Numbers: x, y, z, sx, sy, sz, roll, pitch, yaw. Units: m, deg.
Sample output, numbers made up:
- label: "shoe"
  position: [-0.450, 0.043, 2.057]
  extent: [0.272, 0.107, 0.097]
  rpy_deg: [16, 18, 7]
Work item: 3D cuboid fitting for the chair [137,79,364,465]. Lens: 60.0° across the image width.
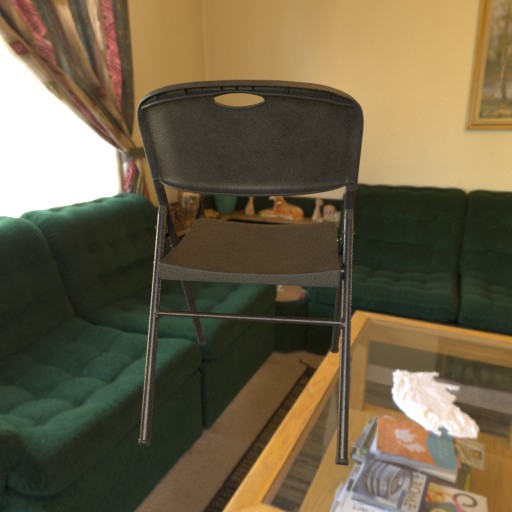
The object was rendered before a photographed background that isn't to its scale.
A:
- label: "chair"
  position: [0.000, 0.000, 1.166]
  extent: [0.494, 0.810, 0.566]
  rpy_deg: [2, 16, 8]
